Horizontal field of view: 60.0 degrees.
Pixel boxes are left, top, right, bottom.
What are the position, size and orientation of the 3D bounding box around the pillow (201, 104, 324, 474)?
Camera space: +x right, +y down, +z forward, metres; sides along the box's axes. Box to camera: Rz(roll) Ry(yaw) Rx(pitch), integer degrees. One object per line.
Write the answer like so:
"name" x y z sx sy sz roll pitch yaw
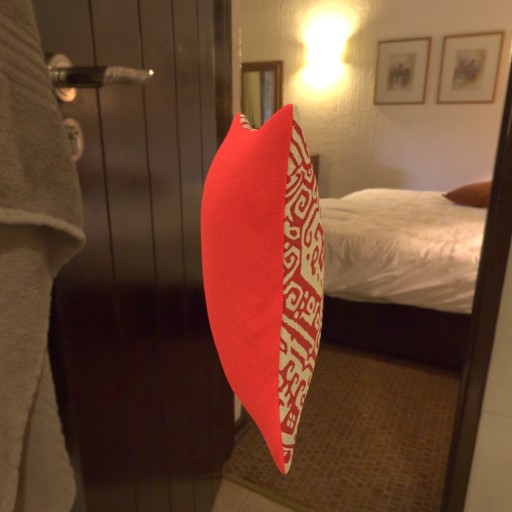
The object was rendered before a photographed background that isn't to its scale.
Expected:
"pillow" 0.000 0.000 0.804 0.192 0.507 0.522 -3 17 -8
